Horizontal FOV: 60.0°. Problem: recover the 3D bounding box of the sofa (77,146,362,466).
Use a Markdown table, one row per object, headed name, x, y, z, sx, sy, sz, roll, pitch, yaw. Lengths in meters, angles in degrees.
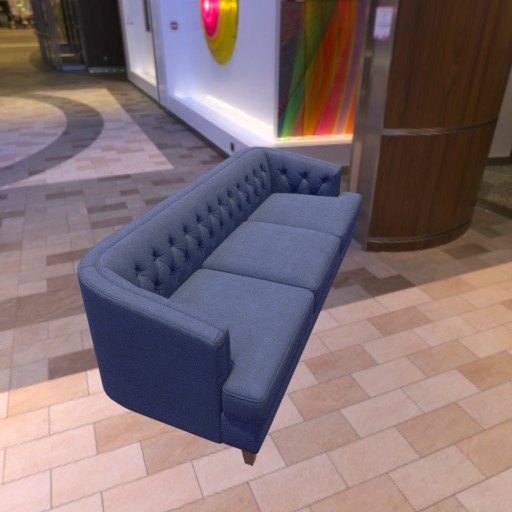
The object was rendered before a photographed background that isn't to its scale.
| name | x | y | z | sx | sy | sz | roll | pitch | yaw |
| --- | --- | --- | --- | --- | --- | --- | --- | --- | --- |
| sofa | 0.000 | 0.000 | 2.678 | 0.914 | 0.787 | 2.235 | 10 | 30 | 18 |
